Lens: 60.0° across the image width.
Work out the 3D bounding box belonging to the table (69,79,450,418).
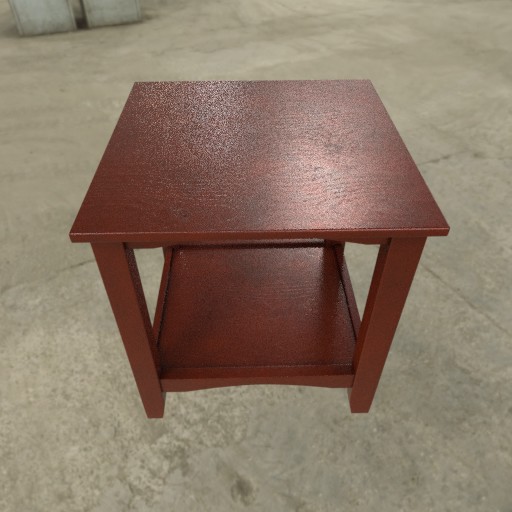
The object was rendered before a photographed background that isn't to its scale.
[{"bbox_3d":[0.000,0.000,0.953,0.523,0.558,0.522,1,43,1],"label":"table"}]
